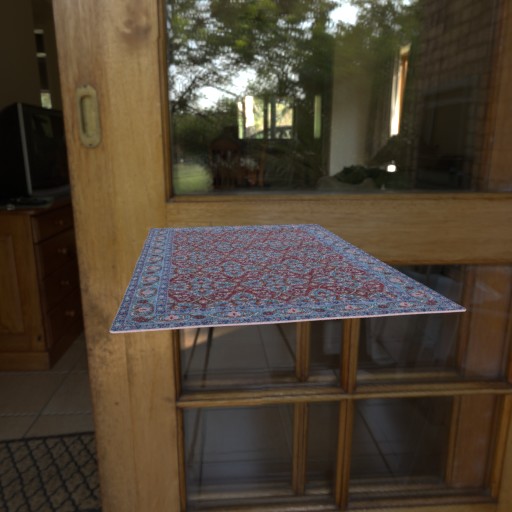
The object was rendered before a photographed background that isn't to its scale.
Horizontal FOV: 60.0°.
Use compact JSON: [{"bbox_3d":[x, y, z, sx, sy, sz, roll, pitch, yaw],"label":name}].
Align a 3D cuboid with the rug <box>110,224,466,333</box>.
[{"bbox_3d":[0.000,0.000,2.347,1.219,0.009,1.829,-2,14,-9],"label":"rug"}]
